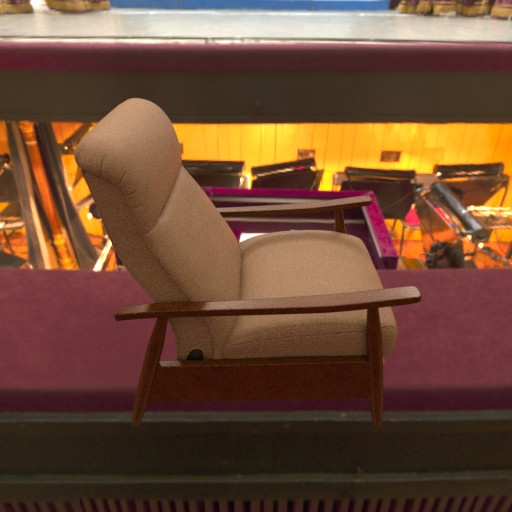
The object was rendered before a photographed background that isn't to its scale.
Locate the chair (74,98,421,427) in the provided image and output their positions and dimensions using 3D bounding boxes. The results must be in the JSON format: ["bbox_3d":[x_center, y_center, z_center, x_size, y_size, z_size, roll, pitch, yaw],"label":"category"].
[{"bbox_3d":[0.000,0.000,1.728,1.030,1.082,0.762,0,32,0],"label":"chair"}]
